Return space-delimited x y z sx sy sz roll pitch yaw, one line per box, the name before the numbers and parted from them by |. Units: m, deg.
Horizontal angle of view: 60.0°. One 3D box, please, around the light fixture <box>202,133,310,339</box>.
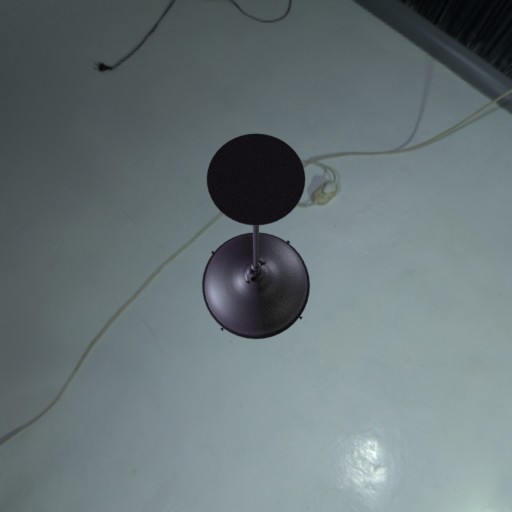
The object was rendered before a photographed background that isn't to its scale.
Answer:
light fixture | 0.000 0.000 0.997 0.341 0.849 0.341 36 79 8
